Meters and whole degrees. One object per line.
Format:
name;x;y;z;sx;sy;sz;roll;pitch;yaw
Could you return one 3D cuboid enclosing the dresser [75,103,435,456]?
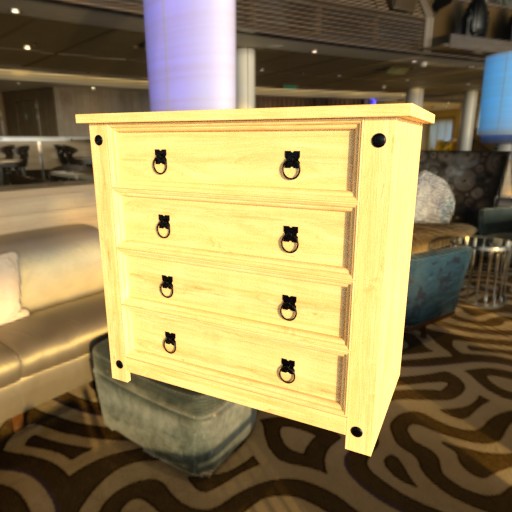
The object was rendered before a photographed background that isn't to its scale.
dresser;0.000;0.000;1.199;0.800;0.730;0.410;7;16;25
